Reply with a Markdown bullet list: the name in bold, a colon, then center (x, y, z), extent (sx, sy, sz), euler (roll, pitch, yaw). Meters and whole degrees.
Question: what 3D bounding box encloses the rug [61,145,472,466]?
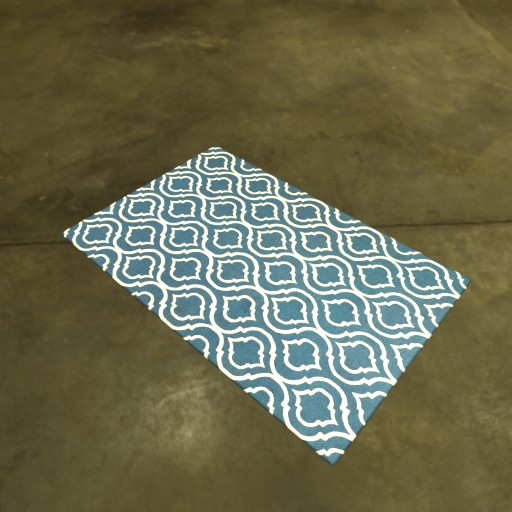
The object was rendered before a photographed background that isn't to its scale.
- **rug**: center (0.000, 0.000, 2.232), extent (1.753, 0.010, 1.143), euler (33, 54, 28)
